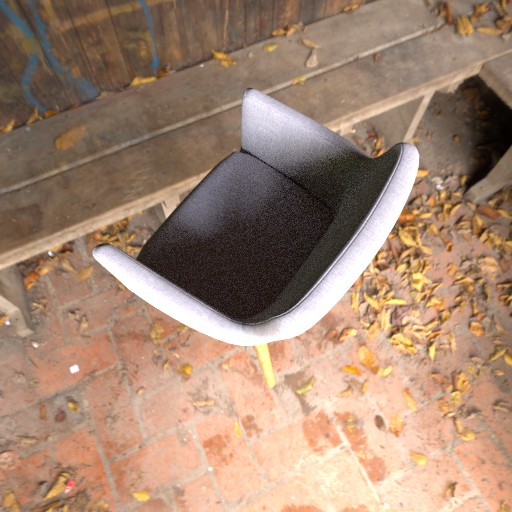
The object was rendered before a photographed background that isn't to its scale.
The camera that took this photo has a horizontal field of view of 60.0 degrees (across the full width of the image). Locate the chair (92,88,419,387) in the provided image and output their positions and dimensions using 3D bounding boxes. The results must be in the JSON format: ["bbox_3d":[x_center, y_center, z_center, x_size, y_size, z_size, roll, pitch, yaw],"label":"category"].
[{"bbox_3d":[0.000,0.000,1.170,0.540,0.780,0.570,32,68,14],"label":"chair"}]
